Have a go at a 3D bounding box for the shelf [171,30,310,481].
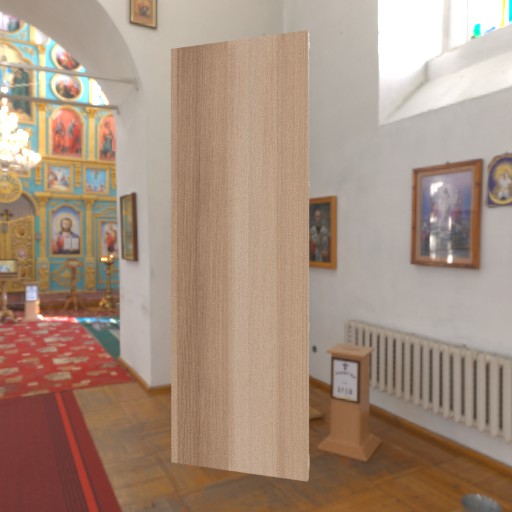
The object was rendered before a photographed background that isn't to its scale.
[{"bbox_3d":[0.000,0.000,1.034,0.290,0.872,0.290,0,0,16],"label":"shelf"}]
